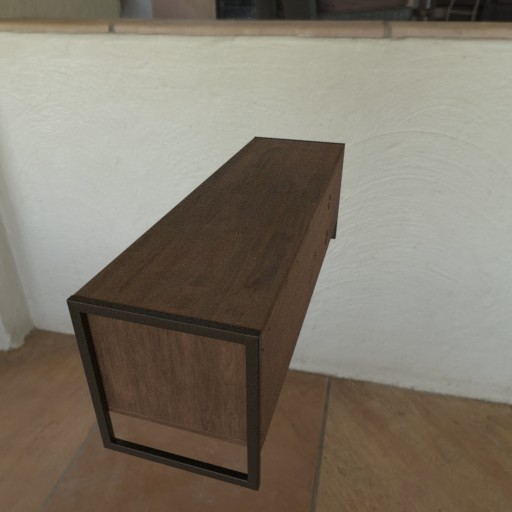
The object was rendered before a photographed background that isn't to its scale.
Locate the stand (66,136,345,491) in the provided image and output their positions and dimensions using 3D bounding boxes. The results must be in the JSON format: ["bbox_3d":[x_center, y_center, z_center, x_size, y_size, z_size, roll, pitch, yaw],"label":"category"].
[{"bbox_3d":[0.000,0.000,1.680,0.454,0.506,1.480,8,31,14],"label":"stand"}]
